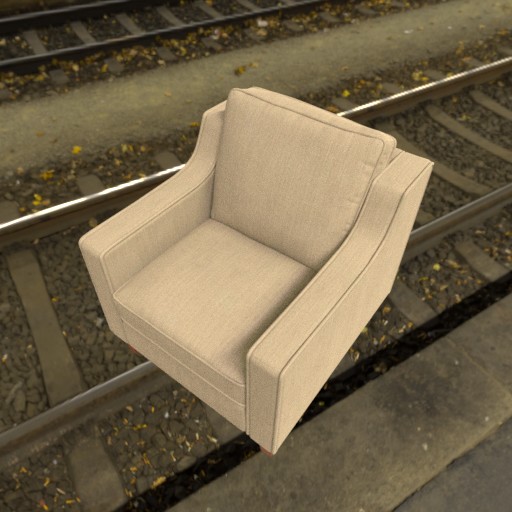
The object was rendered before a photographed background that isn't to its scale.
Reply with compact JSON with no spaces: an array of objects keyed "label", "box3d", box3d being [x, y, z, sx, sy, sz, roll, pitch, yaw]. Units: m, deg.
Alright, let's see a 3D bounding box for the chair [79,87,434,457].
[{"label":"chair","box3d":[0.000,0.000,1.651,0.831,0.960,0.909,28,52,25]}]
